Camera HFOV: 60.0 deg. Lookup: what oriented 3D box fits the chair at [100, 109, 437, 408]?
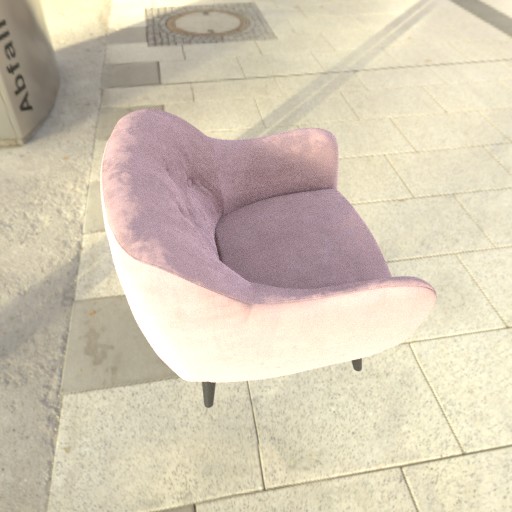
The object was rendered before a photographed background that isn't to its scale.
[{"bbox_3d":[0.000,0.000,1.474,0.820,0.820,0.840,-9,46,-9],"label":"chair"}]
